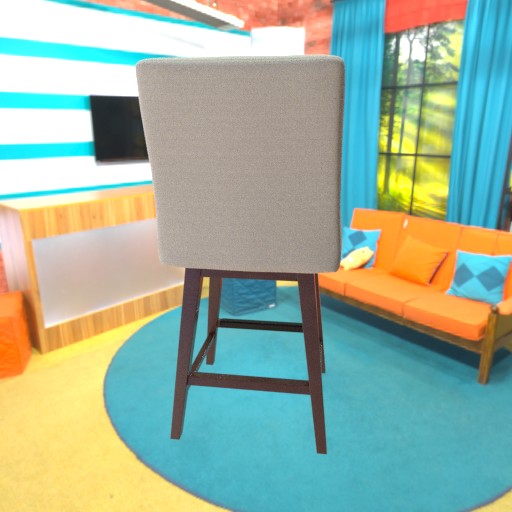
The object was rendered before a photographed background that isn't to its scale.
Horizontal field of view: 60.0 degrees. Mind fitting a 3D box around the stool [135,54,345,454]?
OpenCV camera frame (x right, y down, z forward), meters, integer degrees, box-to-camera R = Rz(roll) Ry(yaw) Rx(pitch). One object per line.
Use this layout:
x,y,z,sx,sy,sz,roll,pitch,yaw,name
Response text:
0.000,0.000,1.274,0.483,0.991,0.559,2,17,8,stool
